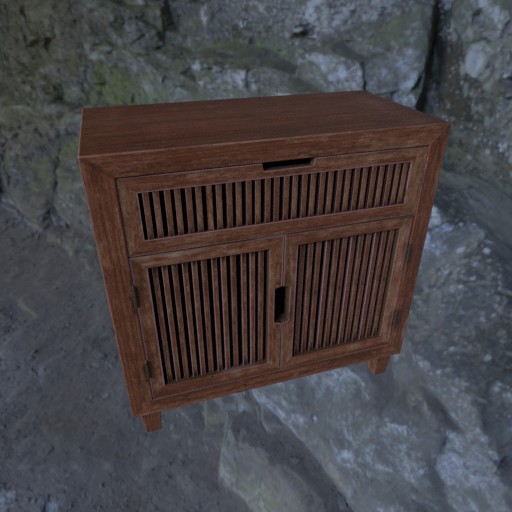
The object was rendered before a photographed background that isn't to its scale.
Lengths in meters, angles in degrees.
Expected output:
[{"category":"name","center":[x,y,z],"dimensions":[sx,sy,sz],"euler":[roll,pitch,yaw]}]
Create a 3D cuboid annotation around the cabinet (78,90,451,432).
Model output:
[{"category":"cabinet","center":[0.000,0.000,1.260],"dimensions":[0.796,0.785,0.412],"euler":[-9,32,-15]}]
